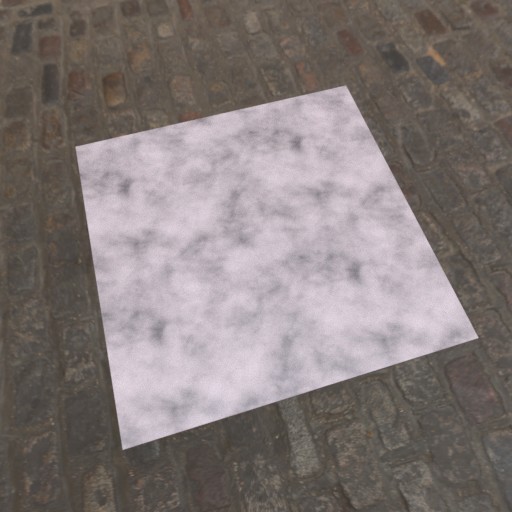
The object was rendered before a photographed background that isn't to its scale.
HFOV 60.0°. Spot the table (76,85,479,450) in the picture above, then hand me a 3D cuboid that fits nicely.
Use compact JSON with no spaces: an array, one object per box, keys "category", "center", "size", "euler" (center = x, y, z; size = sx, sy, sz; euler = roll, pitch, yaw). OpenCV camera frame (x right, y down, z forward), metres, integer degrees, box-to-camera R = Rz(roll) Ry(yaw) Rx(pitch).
[{"category":"table","center":[0.000,0.000,1.368],"size":[0.890,0.305,0.890],"euler":[-15,65,-7]}]
